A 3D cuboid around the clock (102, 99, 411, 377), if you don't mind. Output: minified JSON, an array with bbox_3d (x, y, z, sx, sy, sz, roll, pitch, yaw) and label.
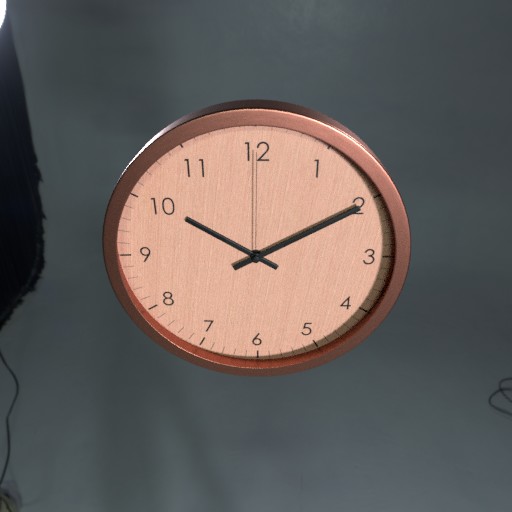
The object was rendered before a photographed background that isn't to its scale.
[{"bbox_3d":[0.000,0.000,0.472,0.313,0.313,0.040,1,30,1],"label":"clock"}]
